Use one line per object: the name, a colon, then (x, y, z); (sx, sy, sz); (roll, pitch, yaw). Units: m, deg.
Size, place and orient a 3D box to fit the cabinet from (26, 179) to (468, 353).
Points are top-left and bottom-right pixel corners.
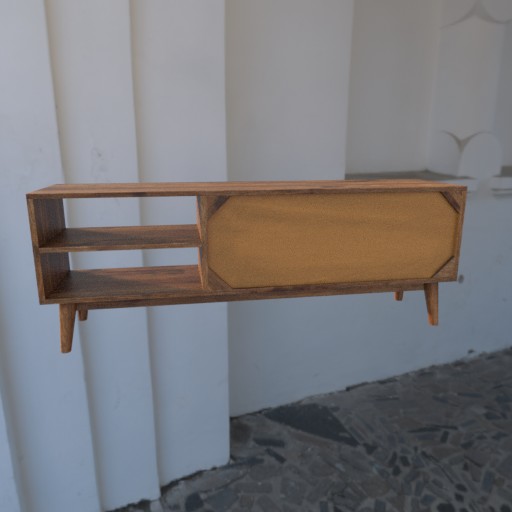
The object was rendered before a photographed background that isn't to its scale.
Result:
cabinet: (0.000, 0.000, 1.667); (1.448, 0.528, 0.349); (-2, 14, -10)
